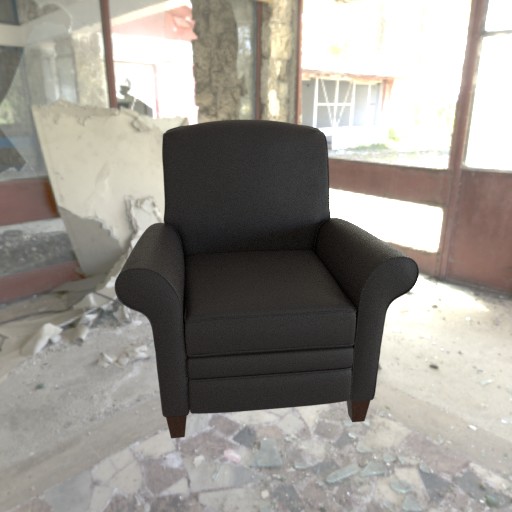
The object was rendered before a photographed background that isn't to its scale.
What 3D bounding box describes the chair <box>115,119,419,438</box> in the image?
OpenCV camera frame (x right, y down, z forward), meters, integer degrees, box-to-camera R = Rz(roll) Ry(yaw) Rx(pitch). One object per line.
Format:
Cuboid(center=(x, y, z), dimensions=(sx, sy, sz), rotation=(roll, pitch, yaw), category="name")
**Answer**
Cuboid(center=(0.000, 0.000, 1.831), dimensions=(0.978, 1.061, 0.902), rotation=(-2, 18, -7), category="chair")
